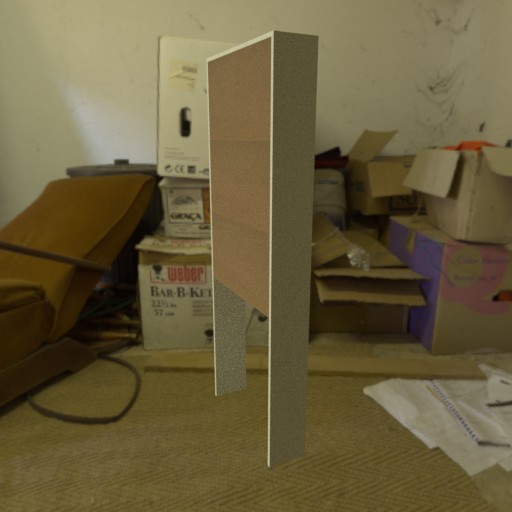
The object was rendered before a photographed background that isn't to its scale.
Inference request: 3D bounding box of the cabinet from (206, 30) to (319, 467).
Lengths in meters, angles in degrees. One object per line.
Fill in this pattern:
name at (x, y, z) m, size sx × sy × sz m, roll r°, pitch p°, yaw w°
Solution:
cabinet at (0.000, 0.000, 2.059) m, size 0.192 × 1.770 × 0.643 m, roll -8°, pitch 17°, yaw -26°
